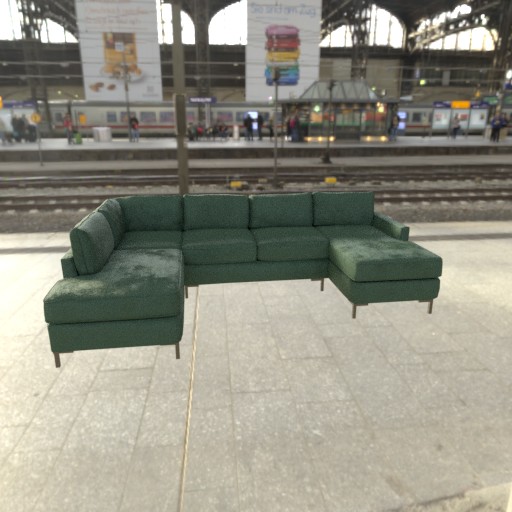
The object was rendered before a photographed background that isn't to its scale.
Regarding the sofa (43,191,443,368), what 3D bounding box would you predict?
[{"bbox_3d":[0.000,0.000,3.882,2.994,0.861,1.992,-2,17,-8],"label":"sofa"}]
